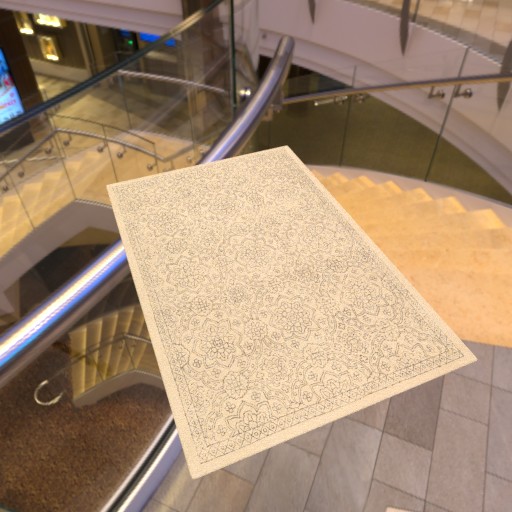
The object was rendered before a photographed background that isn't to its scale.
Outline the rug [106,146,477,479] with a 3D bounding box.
[{"bbox_3d":[0.000,0.000,2.257,1.219,0.010,1.829,-16,47,-16],"label":"rug"}]
